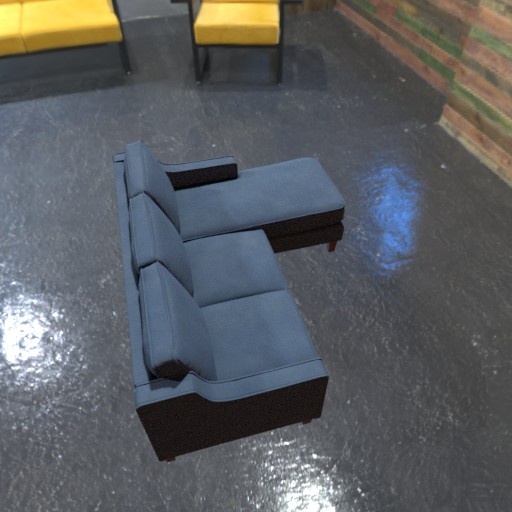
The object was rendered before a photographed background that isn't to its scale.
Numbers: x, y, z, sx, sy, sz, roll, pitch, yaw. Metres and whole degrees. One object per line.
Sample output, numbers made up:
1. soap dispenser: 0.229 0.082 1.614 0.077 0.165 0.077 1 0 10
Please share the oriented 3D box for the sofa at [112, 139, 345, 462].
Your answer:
1. sofa: 0.000 0.000 3.338 1.858 1.066 2.317 -11 47 -11
